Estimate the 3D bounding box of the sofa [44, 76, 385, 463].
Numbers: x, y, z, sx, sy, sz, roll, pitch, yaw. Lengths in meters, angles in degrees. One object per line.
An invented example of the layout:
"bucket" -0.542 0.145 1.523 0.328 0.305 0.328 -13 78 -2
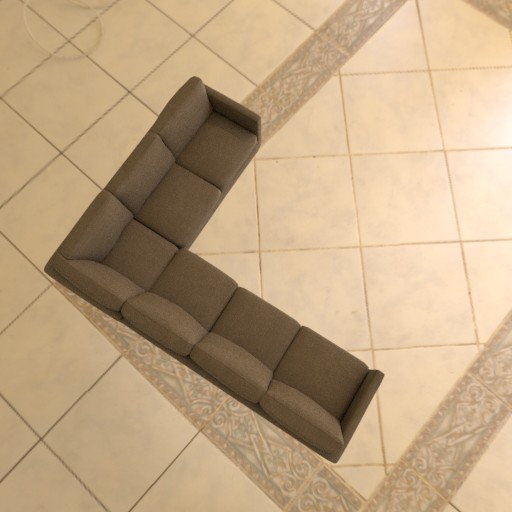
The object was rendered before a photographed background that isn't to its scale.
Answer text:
"sofa" 0.000 0.000 4.552 3.302 0.947 2.593 31 78 8
